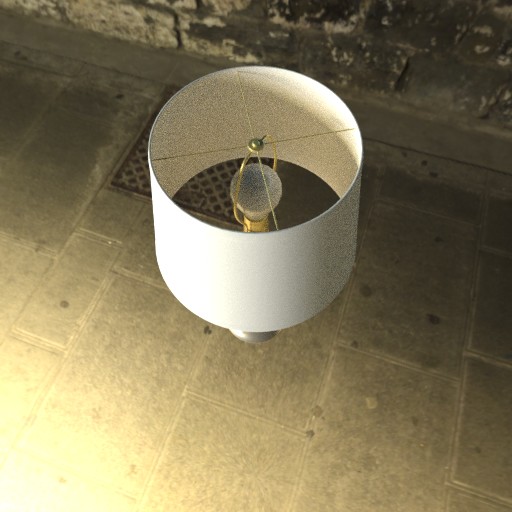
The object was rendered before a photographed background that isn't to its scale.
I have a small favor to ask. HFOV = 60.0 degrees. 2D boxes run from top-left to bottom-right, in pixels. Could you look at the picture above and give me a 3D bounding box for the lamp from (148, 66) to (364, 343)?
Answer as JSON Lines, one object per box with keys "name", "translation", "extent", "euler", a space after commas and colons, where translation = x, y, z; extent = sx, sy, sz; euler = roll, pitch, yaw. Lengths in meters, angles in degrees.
{"name": "lamp", "translation": [0.000, 0.000, 0.798], "extent": [0.328, 0.612, 0.328], "euler": [0, 64, 0]}
